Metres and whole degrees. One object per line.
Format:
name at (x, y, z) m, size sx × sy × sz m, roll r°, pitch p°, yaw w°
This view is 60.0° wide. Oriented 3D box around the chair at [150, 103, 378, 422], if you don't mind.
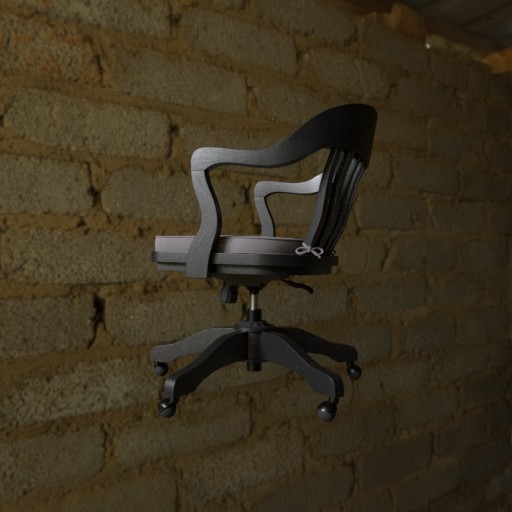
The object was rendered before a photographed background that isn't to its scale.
chair at (0.000, 0.000, 1.486) m, size 0.788 × 0.878 × 0.750 m, roll 0°, pitch 0°, yaw 18°
